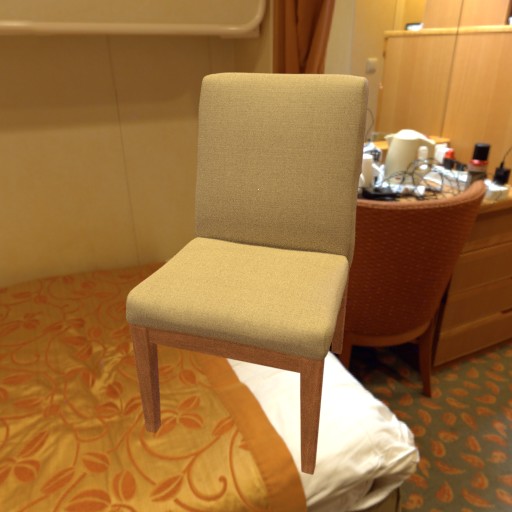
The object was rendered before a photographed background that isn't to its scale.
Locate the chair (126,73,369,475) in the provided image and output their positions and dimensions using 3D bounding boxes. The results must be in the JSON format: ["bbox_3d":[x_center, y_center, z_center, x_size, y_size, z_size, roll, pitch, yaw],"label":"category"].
[{"bbox_3d":[0.000,0.000,1.228,0.507,0.911,0.586,8,26,16],"label":"chair"}]
